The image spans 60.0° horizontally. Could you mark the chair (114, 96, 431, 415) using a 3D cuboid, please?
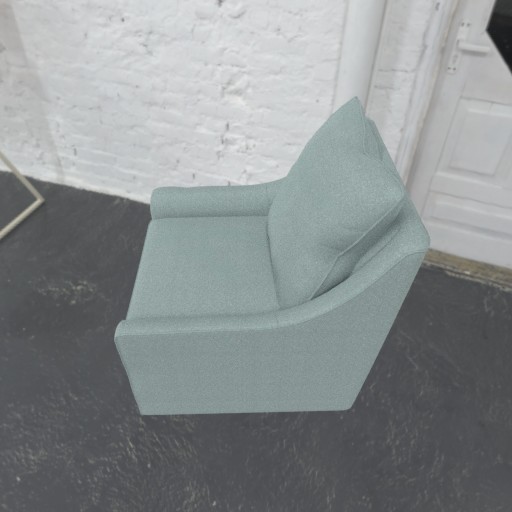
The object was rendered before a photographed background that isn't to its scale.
[{"bbox_3d":[0.000,0.000,1.597,0.870,0.926,0.760,-1,43,-1],"label":"chair"}]
